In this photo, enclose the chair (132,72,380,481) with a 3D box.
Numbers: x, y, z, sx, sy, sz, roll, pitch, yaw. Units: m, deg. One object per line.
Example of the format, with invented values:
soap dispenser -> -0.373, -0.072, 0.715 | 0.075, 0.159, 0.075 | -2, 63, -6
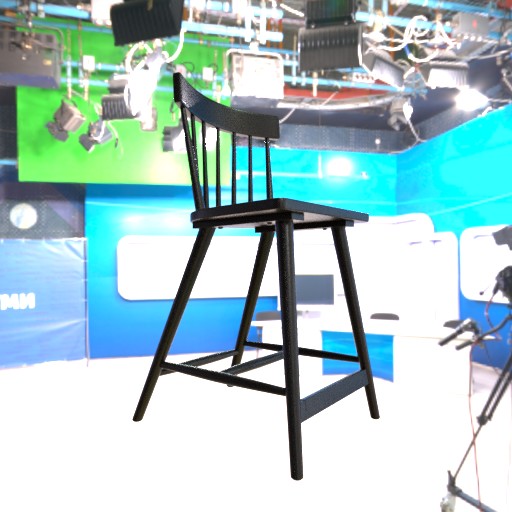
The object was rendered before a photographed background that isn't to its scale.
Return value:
chair -> 0.000, 0.000, 1.282 | 0.572, 0.952, 0.483 | 0, 0, 37
